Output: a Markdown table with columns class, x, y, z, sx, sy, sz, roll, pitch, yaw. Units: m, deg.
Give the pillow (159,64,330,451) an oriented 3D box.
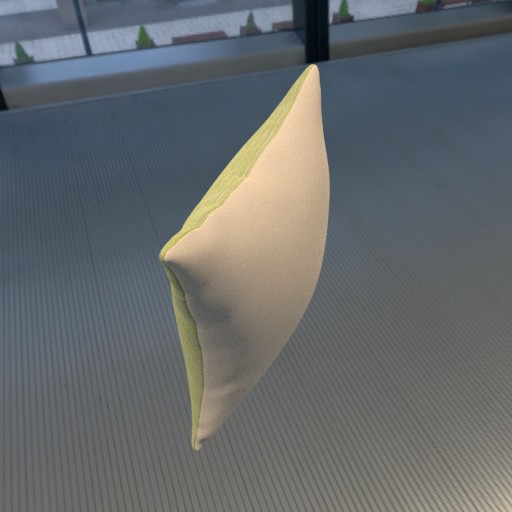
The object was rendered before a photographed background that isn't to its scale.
| class | x | y | z | sx | sy | sz | roll | pitch | yaw |
| --- | --- | --- | --- | --- | --- | --- | --- | --- | --- |
| pillow | 0.000 | 0.000 | 0.801 | 0.229 | 0.487 | 0.560 | 17 | 48 | 15 |
